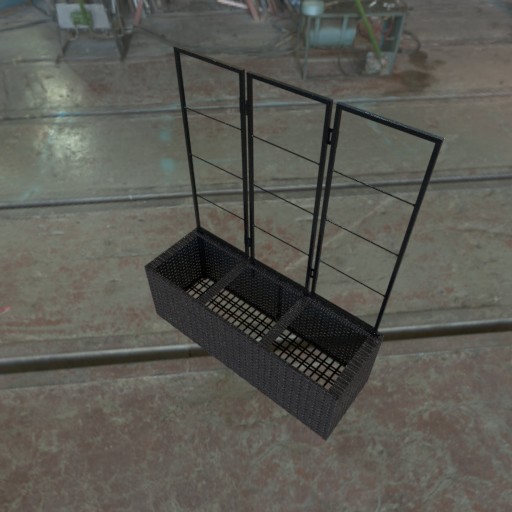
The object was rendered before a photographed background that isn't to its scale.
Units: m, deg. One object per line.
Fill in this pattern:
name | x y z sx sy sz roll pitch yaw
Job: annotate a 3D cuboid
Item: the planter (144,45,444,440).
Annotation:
planter | 0.000 0.000 1.156 0.699 0.841 0.244 30 53 26
